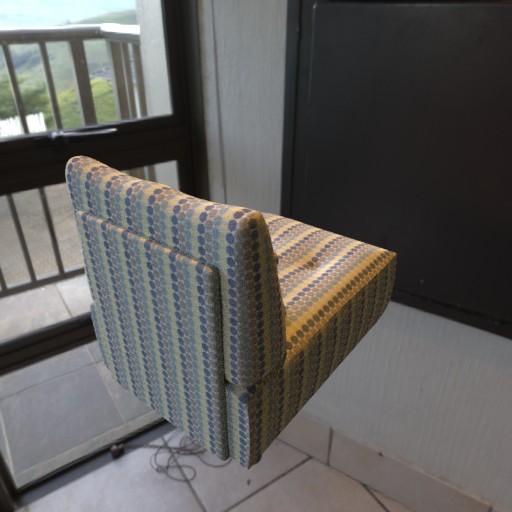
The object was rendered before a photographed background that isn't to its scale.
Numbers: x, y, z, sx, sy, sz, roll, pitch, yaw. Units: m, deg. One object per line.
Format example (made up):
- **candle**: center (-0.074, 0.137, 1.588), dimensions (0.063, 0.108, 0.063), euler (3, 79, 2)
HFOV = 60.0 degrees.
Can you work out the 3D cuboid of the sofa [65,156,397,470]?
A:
- **sofa**: center (0.000, 0.000, 1.596), dimensions (0.700, 0.820, 1.000), euler (21, 36, 32)
